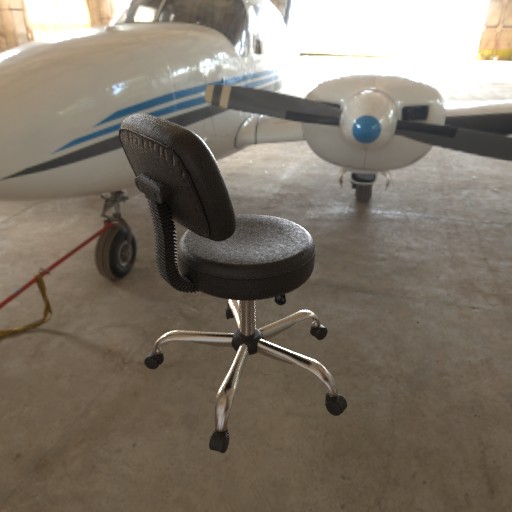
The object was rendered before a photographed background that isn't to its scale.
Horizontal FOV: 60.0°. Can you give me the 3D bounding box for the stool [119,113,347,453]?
[{"bbox_3d":[0.000,0.000,1.345,0.648,0.862,0.673,-18,31,-32],"label":"stool"}]
